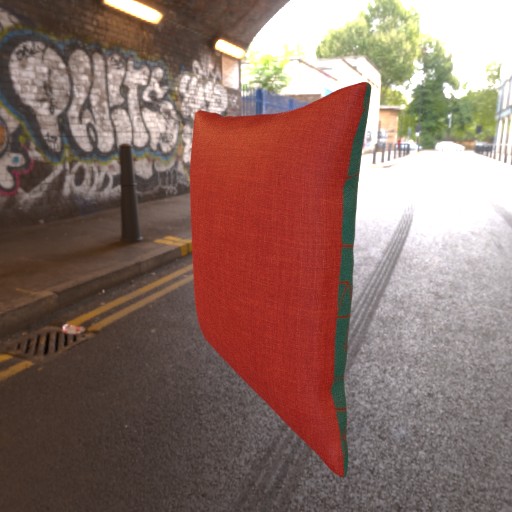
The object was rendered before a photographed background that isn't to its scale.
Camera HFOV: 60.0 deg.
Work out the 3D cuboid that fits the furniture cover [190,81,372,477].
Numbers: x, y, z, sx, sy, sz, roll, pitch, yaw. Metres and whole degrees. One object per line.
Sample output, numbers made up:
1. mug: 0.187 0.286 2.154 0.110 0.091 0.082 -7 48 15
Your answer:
1. furniture cover: 0.000 0.000 0.761 0.158 0.508 0.517 -8 16 -27
